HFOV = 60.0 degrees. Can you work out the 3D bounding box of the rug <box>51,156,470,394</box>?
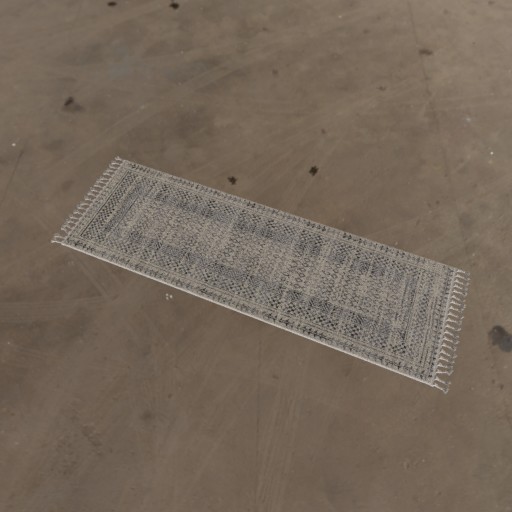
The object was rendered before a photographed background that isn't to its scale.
[{"bbox_3d":[0.000,0.000,2.710,2.480,0.013,0.786,19,61,11],"label":"rug"}]
